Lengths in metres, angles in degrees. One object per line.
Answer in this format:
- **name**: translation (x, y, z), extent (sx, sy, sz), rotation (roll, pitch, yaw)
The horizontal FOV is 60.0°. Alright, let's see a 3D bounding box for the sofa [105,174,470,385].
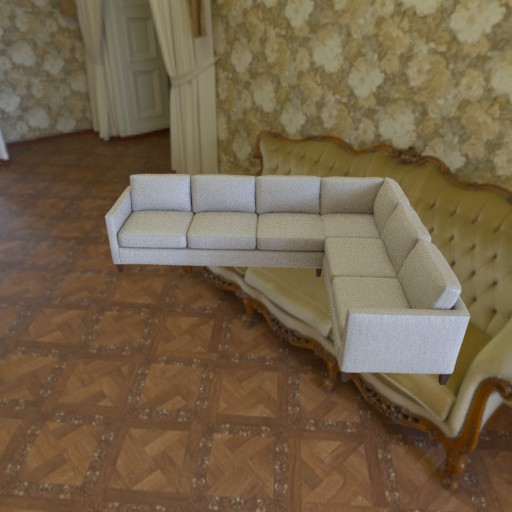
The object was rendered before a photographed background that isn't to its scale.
- **sofa**: translation (0.000, 0.000, 4.519), extent (3.333, 0.934, 2.522), rotation (1, 31, 2)
